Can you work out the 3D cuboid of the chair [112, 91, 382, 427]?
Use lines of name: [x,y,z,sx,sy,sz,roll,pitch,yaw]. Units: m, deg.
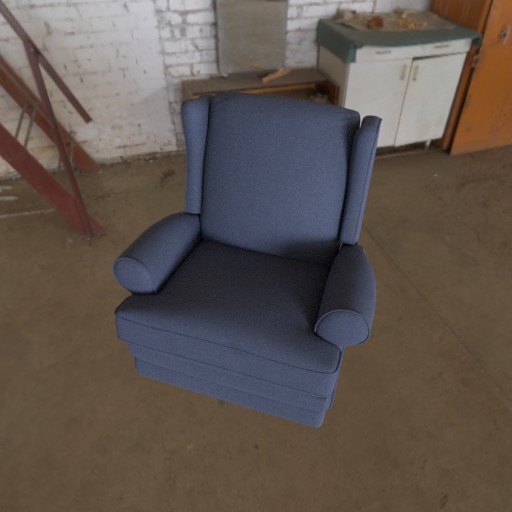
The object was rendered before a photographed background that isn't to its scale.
chair: [0.000,0.000,1.774,0.971,1.020,0.877,12,43,14]
